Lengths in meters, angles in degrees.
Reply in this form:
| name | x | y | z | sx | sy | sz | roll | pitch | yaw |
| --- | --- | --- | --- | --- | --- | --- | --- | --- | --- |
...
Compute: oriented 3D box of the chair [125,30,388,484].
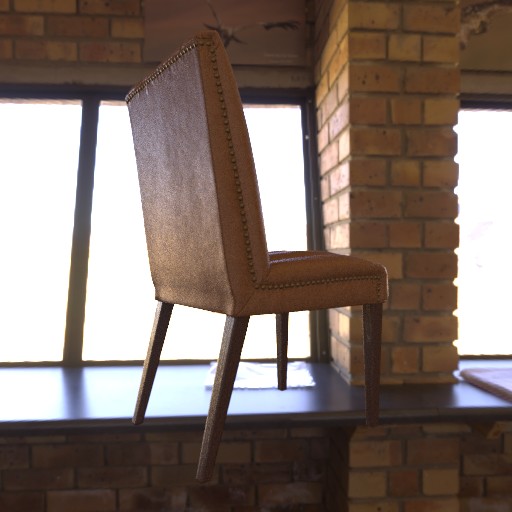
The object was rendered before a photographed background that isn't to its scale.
| name | x | y | z | sx | sy | sz | roll | pitch | yaw |
| --- | --- | --- | --- | --- | --- | --- | --- | --- | --- |
| chair | 0.000 | 0.000 | 1.337 | 0.647 | 1.016 | 0.511 | 0 | 0 | -35 |
